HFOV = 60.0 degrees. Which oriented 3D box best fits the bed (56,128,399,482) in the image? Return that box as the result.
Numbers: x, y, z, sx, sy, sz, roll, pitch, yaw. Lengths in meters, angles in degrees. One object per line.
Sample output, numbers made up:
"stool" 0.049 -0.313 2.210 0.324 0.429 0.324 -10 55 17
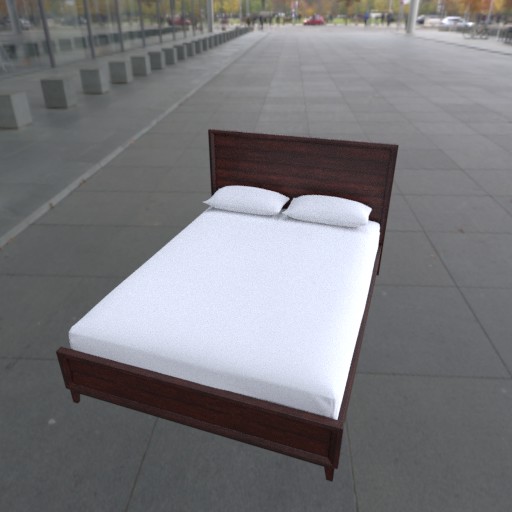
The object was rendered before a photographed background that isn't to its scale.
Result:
"bed" 0.000 0.000 3.897 2.040 1.492 2.803 9 30 17
